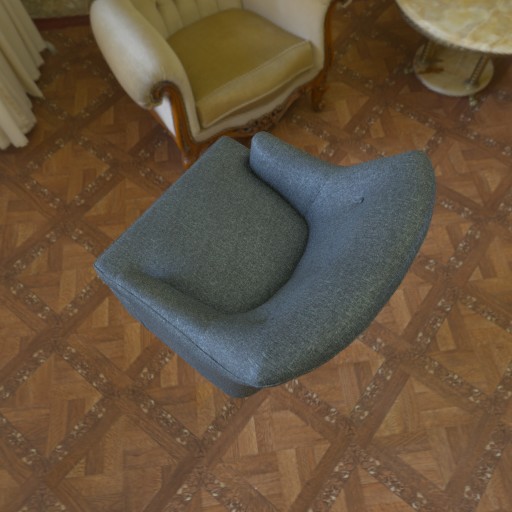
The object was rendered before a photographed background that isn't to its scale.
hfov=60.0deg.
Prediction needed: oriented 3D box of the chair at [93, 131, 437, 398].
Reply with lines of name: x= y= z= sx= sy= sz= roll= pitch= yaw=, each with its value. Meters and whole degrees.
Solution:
chair: x=0.000 y=0.000 z=1.590 sx=0.923 sy=0.856 sz=0.864 roll=33 pitch=67 yaw=16
